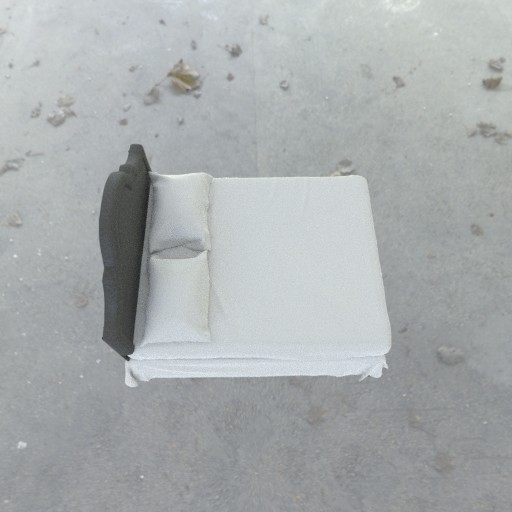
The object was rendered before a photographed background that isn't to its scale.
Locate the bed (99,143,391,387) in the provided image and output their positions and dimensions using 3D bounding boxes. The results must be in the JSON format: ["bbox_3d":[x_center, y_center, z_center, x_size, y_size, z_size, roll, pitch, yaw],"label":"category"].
[{"bbox_3d":[0.000,0.000,3.524,2.222,1.634,1.780,-1,64,0],"label":"bed"}]
